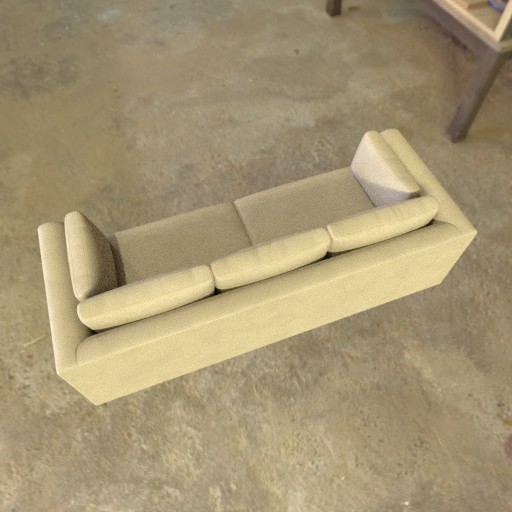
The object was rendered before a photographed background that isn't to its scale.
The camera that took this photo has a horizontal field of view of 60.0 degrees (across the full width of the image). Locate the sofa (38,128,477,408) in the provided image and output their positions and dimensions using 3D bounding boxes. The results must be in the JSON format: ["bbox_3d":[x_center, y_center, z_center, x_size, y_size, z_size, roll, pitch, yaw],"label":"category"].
[{"bbox_3d":[0.000,0.000,2.867,2.415,0.867,0.969,-17,59,-11],"label":"sofa"}]
